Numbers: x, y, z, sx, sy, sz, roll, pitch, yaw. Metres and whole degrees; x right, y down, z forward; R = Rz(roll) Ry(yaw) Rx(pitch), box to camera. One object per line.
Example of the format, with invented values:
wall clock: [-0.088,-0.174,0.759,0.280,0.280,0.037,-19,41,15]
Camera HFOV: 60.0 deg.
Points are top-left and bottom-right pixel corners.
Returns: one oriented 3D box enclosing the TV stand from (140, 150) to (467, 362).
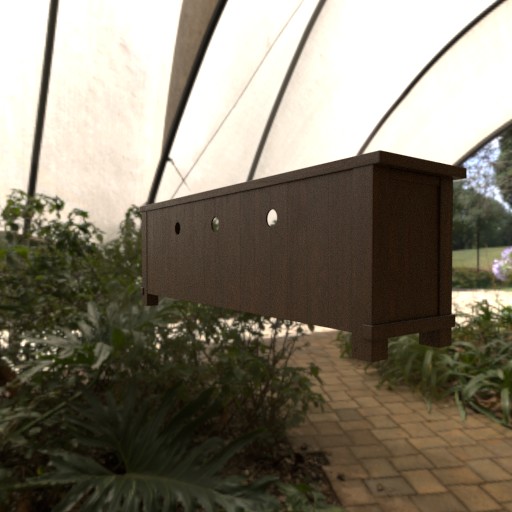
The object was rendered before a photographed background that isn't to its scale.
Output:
TV stand: [0.000,0.000,2.156,0.471,0.615,1.866,0,0,-36]
